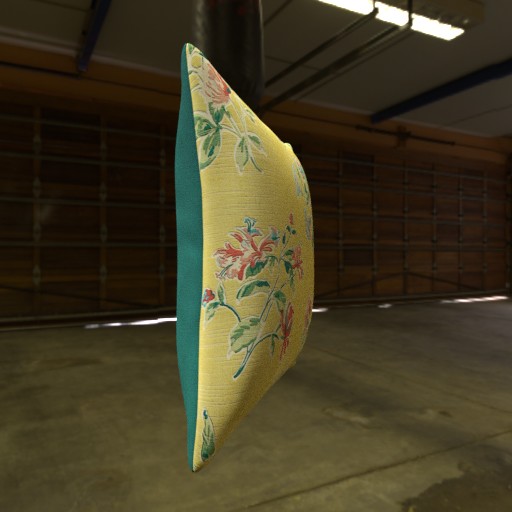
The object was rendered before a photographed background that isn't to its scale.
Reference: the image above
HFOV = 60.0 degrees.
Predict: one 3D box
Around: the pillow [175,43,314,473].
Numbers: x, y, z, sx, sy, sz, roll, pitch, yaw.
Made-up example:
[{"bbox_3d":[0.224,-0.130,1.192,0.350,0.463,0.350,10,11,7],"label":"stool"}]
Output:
[{"bbox_3d":[0.000,0.000,0.768,0.166,0.508,0.525,0,0,17],"label":"pillow"}]
